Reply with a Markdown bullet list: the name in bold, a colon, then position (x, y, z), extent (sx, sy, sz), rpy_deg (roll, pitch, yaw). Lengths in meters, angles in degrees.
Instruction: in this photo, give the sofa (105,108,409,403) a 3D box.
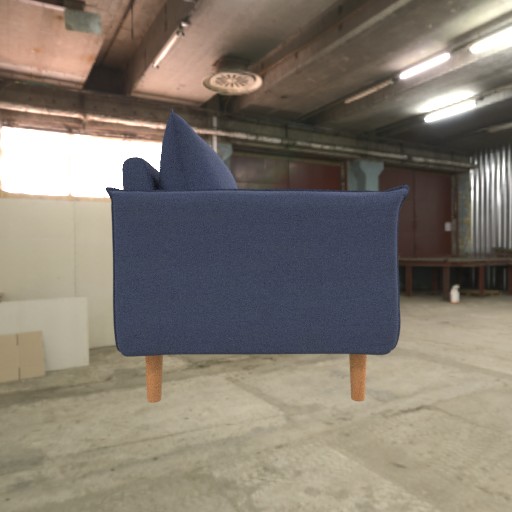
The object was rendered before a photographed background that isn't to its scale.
- **sofa**: position (0.000, 0.000, 1.808), extent (0.820, 0.840, 1.300), rpy_deg (0, 1, -1)
